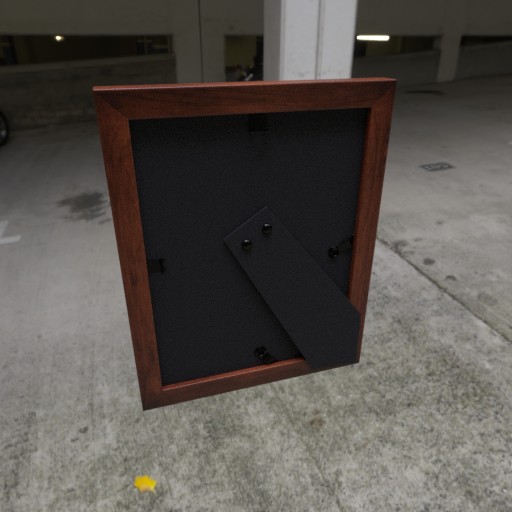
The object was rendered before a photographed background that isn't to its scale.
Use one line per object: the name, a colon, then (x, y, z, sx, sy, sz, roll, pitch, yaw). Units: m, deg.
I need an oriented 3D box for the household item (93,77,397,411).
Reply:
household item: (0.000, 0.000, 0.342, 0.200, 0.250, 0.020, -8, 28, -15)
